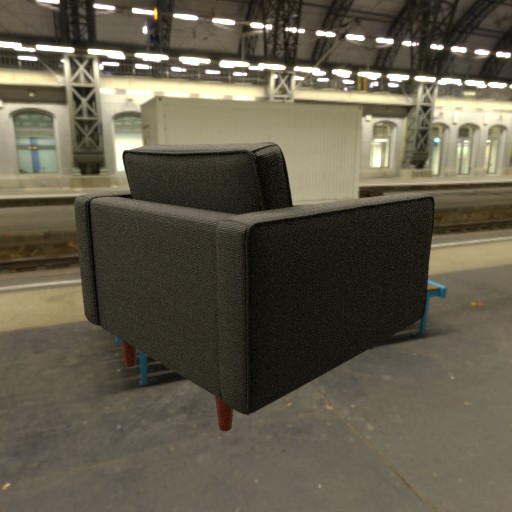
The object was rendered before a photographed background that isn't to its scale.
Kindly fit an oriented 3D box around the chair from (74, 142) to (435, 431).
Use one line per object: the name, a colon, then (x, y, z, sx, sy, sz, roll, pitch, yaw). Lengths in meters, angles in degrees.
chair: (0.000, 0.000, 1.574, 0.919, 0.770, 0.899, -13, 18, -43)
